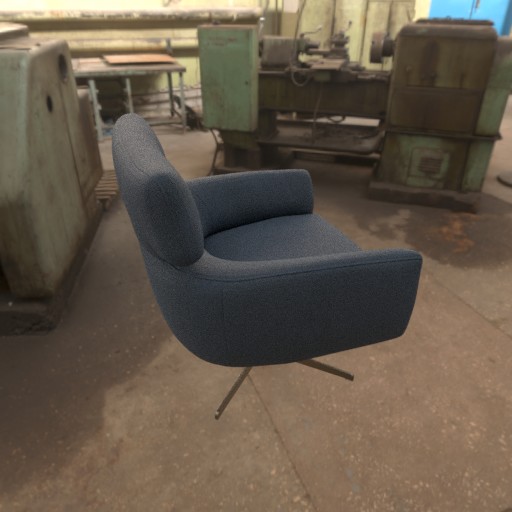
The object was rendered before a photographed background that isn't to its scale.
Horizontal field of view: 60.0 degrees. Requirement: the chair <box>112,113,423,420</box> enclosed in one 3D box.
[{"bbox_3d":[0.000,0.000,1.399,0.761,0.813,0.738,-10,32,-17],"label":"chair"}]
